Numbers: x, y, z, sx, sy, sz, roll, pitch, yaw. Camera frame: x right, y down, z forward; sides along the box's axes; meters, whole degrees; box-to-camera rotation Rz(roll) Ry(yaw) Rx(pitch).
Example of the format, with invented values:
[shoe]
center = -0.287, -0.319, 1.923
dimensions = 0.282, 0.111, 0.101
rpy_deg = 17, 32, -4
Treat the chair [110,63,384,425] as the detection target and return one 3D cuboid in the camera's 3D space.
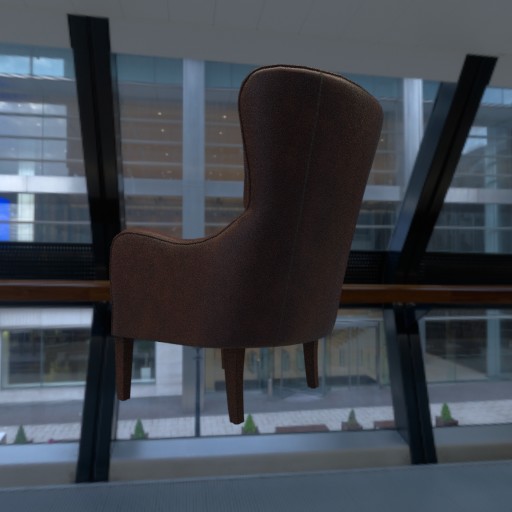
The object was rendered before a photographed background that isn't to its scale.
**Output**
[chair]
center = 0.000, 0.000, 1.643
dimensions = 0.914, 1.048, 0.692
rpy_deg = -1, -2, 35
